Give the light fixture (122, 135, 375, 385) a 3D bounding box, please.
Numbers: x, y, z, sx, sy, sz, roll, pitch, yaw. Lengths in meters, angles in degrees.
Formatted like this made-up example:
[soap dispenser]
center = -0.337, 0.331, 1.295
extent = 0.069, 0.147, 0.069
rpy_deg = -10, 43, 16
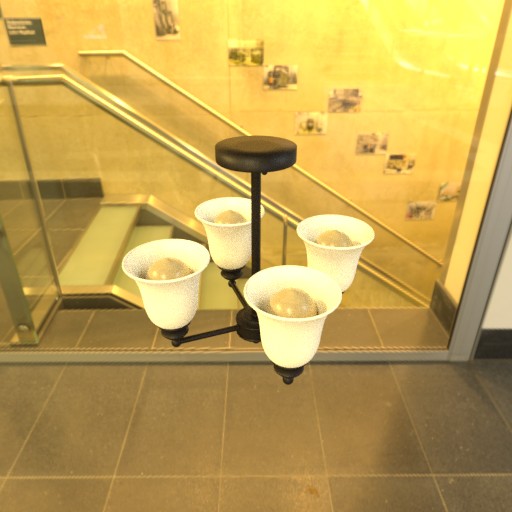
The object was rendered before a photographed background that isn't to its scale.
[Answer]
[light fixture]
center = 0.000, 0.000, 1.848
extent = 1.069, 0.925, 1.069
rpy_deg = -10, 31, -17
